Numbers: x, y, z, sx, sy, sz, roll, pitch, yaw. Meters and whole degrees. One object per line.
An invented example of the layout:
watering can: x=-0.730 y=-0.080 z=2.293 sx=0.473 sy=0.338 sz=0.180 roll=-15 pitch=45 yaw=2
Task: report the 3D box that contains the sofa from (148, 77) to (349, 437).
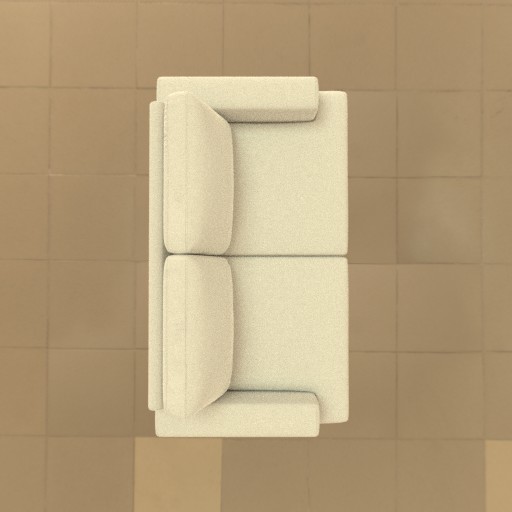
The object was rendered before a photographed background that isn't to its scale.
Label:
sofa: x=0.000 y=0.000 z=2.172 sx=0.920 sy=0.810 sz=1.650 roll=0 pitch=89 yaw=0
